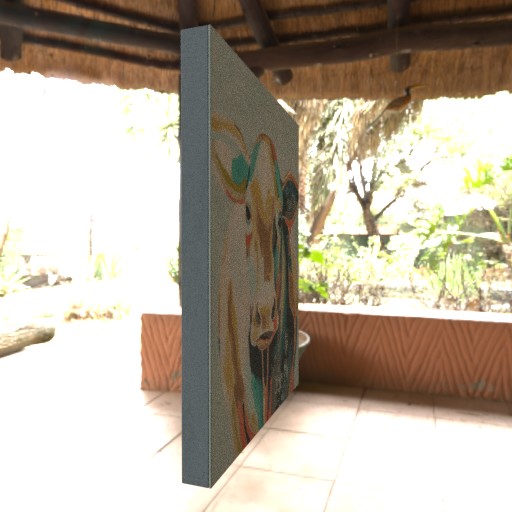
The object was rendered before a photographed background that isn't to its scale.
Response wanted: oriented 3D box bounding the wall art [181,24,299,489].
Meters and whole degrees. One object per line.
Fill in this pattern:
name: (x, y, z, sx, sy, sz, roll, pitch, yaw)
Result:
wall art: (0.000, 0.000, 0.684, 0.037, 0.509, 0.409, 0, 1, 19)
